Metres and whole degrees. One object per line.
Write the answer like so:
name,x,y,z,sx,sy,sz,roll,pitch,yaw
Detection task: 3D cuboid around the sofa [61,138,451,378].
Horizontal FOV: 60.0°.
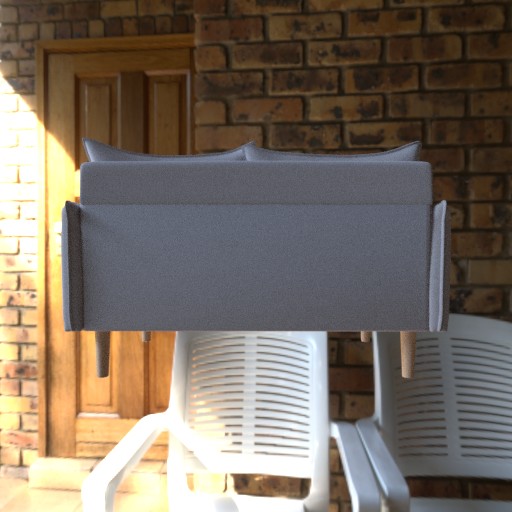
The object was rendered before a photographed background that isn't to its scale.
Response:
sofa,0.000,0.000,1.855,1.300,0.840,0.820,0,1,0
